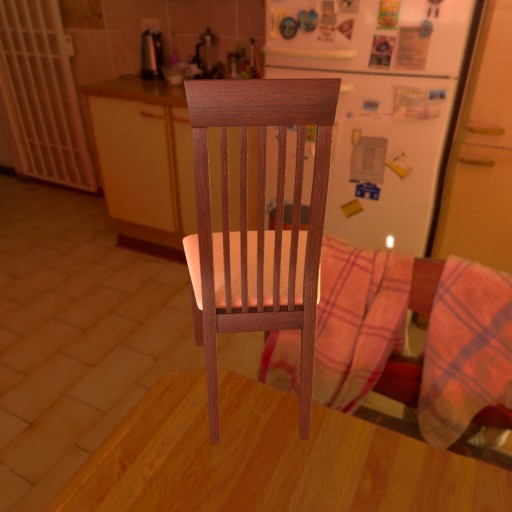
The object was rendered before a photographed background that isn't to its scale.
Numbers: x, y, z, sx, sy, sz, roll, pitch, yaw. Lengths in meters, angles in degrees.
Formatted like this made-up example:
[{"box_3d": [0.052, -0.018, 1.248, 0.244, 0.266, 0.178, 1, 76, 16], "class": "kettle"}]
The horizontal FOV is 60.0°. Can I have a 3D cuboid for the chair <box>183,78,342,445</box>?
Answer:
[{"box_3d": [0.000, 0.000, 1.272, 0.460, 1.027, 0.474, -2, 31, -3], "class": "chair"}]
